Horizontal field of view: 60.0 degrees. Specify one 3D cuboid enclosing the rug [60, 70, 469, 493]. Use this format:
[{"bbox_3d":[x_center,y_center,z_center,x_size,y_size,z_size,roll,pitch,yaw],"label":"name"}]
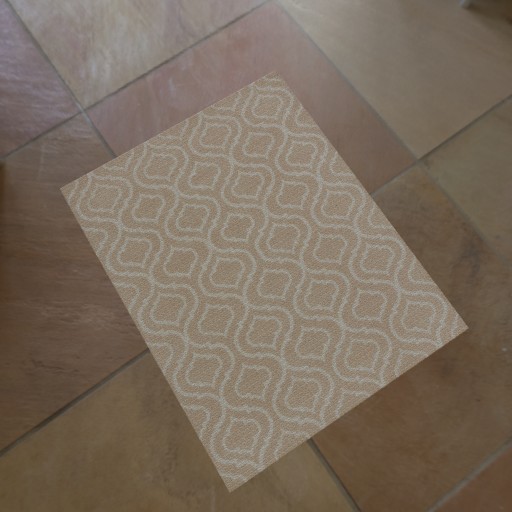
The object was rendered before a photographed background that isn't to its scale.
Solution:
[{"bbox_3d":[0.000,0.000,3.776,2.286,0.013,2.894,-31,78,-8],"label":"rug"}]
